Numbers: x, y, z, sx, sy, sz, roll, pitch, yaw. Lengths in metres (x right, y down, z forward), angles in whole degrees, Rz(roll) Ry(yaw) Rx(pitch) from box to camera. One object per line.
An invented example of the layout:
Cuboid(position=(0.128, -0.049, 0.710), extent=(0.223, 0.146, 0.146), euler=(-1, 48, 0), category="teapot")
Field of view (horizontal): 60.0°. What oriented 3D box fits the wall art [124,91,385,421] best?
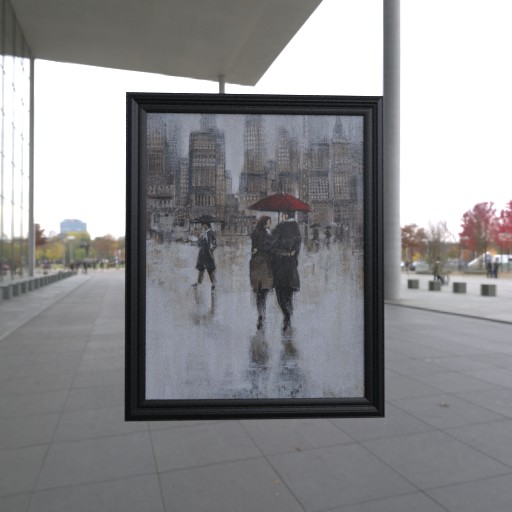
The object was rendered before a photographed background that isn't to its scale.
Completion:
Cuboid(position=(0.000, 0.000, 1.644), extent=(0.950, 1.194, 0.053), euler=(0, -1, -2), category="wall art")
